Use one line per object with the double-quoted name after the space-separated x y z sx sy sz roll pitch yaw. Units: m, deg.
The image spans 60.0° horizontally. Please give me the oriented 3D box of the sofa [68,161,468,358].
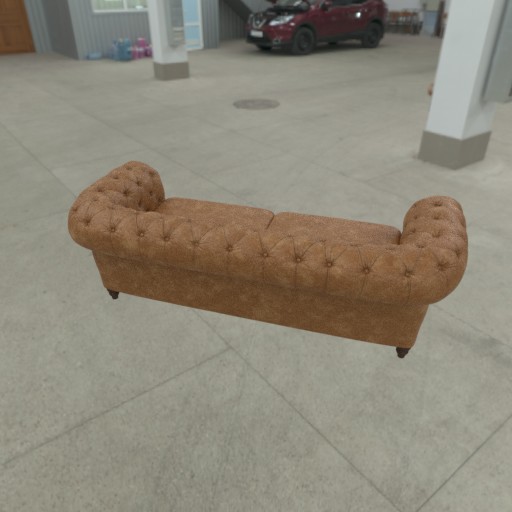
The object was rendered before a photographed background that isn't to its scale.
0.000 0.000 2.762 2.365 0.760 0.989 9 33 15 "sofa"
